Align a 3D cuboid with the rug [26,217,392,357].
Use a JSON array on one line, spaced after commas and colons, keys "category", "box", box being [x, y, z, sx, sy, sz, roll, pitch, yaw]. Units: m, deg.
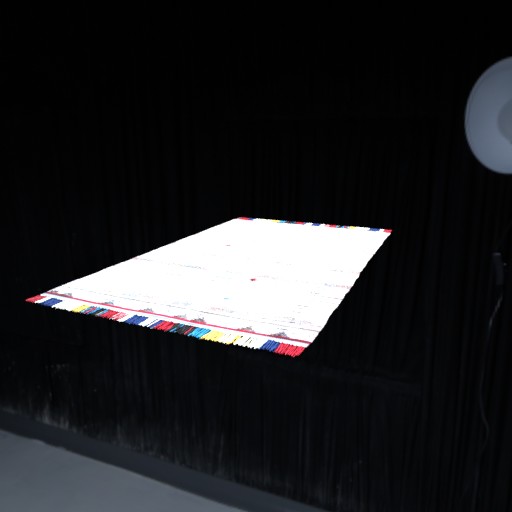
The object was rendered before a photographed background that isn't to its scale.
[{"category": "rug", "box": [0.000, 0.000, 2.994, 1.465, 0.012, 2.465, 7, 17, 23]}]
